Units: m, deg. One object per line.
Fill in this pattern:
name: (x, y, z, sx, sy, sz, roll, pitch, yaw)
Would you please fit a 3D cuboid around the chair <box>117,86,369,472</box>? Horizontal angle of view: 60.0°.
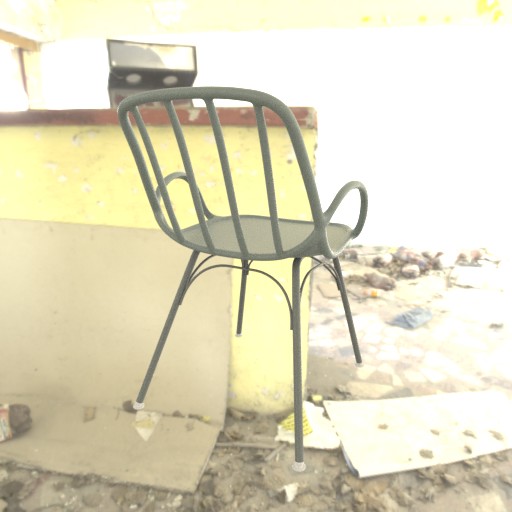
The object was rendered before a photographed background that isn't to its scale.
chair: (0.000, 0.000, 1.209, 0.549, 0.816, 0.597, 8, 17, 28)
